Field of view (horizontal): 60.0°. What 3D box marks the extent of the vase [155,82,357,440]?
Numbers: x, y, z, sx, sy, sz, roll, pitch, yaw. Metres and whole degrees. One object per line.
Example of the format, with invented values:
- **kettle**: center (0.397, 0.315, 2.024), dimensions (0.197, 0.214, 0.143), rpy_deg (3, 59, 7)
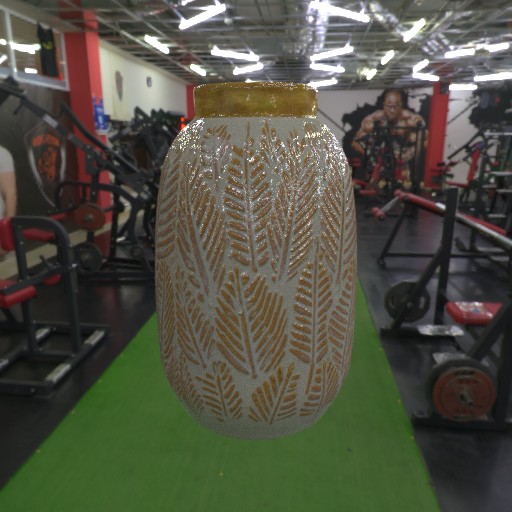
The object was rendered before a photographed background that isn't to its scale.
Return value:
- **vase**: center (0.000, 0.000, 0.380), dimensions (0.172, 0.270, 0.172), rpy_deg (0, 15, 0)
